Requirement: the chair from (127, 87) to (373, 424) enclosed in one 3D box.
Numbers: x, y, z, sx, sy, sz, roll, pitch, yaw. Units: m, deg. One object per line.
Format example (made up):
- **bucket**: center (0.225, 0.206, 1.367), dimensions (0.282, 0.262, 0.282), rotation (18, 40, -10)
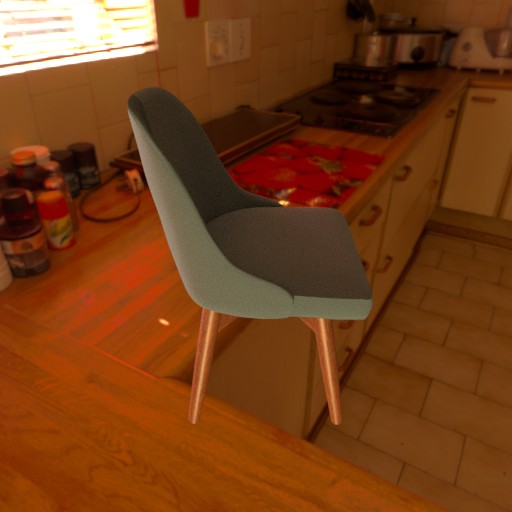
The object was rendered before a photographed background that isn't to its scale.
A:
- **chair**: center (0.000, 0.000, 1.267), dimensions (0.589, 0.882, 0.503), rotation (0, 32, 0)
